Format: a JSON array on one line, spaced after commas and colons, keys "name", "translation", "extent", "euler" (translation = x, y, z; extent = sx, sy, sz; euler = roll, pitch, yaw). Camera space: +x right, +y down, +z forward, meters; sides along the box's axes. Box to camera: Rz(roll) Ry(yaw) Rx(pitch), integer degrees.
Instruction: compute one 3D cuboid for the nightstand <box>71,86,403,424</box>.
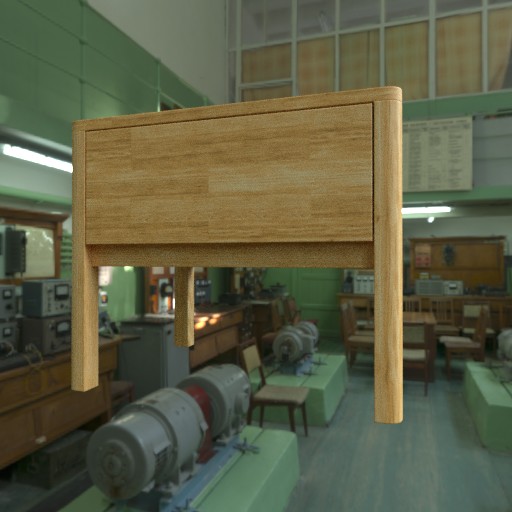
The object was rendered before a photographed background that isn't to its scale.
[{"name": "nightstand", "translation": [0.000, 0.000, 0.904], "extent": [0.560, 0.470, 0.440], "euler": [0, 0, 17]}]
